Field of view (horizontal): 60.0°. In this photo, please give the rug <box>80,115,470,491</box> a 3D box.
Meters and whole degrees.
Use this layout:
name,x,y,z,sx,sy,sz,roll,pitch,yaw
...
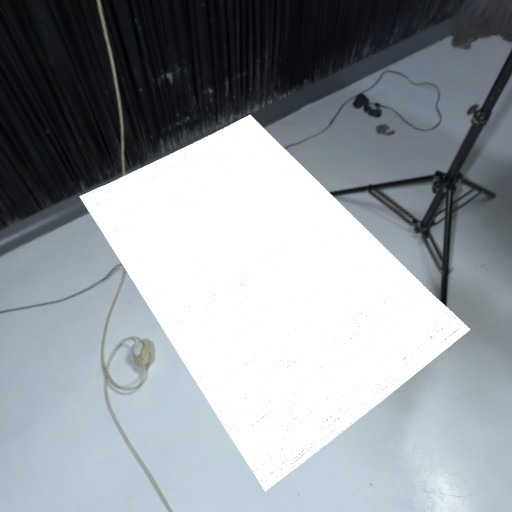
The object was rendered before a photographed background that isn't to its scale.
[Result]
name,x,y,z,sx,sy,sz,roll,pitch,yaw
rug,0.000,0.000,2.228,1.149,0.021,1.773,-30,62,-18
